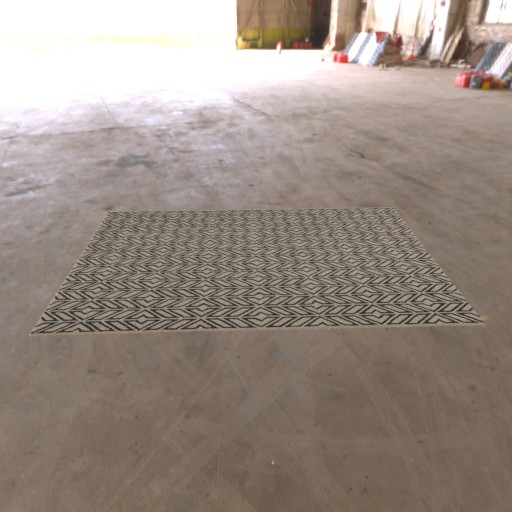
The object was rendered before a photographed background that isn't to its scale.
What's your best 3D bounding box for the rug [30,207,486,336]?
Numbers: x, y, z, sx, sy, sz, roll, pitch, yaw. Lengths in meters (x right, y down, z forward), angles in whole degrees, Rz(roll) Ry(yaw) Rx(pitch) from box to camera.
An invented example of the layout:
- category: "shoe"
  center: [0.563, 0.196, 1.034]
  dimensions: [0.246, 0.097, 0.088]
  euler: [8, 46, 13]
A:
- category: "rug"
  center: [0.000, 0.000, 2.303]
  dimensions: [1.828, 0.007, 1.220]
  euler: [-1, 29, -2]
